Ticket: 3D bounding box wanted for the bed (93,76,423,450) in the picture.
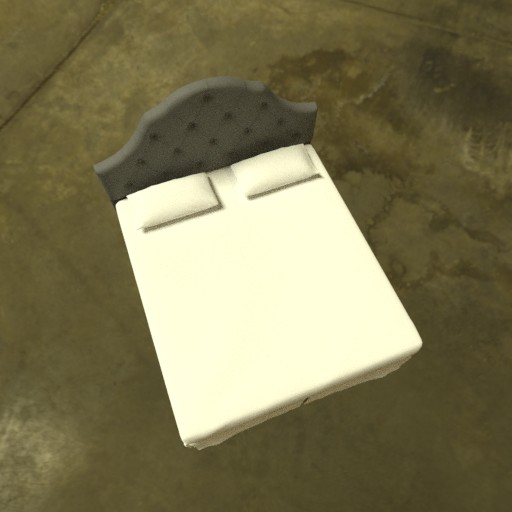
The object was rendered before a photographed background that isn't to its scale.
[{"bbox_3d":[0.000,0.000,3.469,2.008,1.615,2.214,-19,64,-9],"label":"bed"}]
